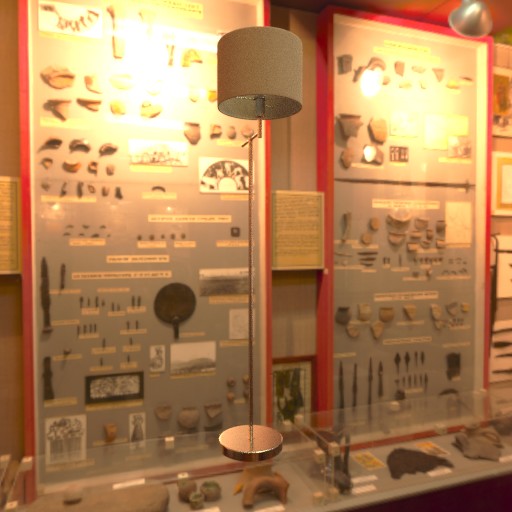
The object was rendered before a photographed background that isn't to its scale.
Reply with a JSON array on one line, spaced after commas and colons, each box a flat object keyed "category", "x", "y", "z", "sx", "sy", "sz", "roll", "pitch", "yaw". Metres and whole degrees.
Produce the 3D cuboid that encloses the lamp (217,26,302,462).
[{"category": "lamp", "x": 0.000, "y": 0.000, "z": 1.758, "sx": 0.324, "sy": 1.600, "sz": 0.416, "roll": -1, "pitch": 2, "yaw": -18}]
